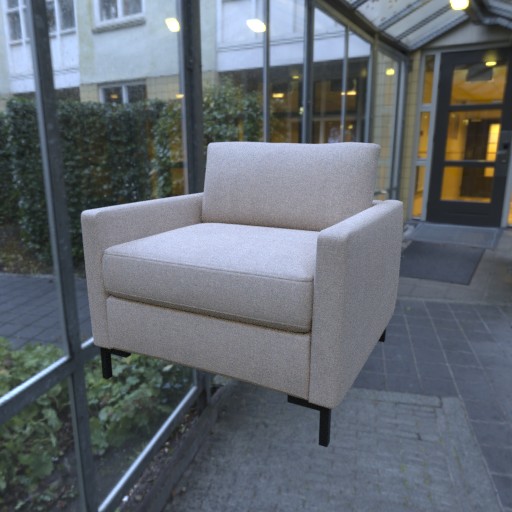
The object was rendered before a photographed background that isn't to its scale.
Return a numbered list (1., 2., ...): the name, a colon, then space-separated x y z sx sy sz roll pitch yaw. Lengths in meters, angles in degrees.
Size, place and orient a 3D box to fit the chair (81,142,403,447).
1. chair: 0.000 0.000 1.705 0.963 0.861 0.866 7 15 26
